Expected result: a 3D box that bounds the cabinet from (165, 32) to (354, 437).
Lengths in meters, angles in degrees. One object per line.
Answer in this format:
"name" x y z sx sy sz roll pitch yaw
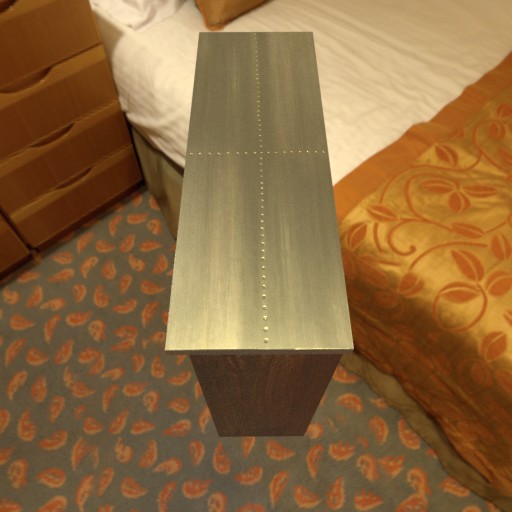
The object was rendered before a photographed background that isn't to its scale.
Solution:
"cabinet" 0.000 0.000 1.424 0.338 0.919 0.968 0 58 0
